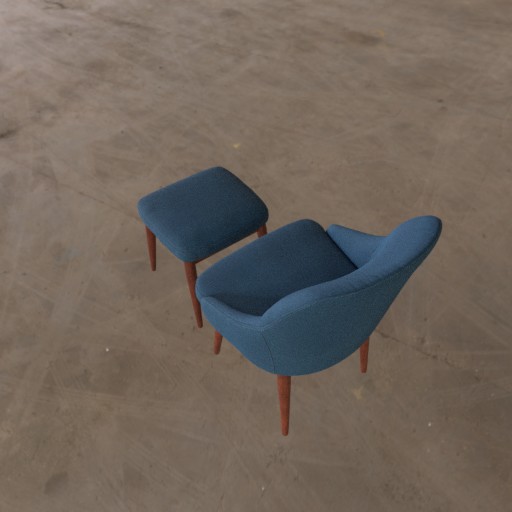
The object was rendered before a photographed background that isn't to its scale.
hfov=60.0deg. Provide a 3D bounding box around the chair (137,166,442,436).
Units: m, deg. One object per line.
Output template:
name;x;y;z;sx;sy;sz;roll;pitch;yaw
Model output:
chair;0.000;0.000;1.597;0.584;0.866;1.114;-29;53;-25
